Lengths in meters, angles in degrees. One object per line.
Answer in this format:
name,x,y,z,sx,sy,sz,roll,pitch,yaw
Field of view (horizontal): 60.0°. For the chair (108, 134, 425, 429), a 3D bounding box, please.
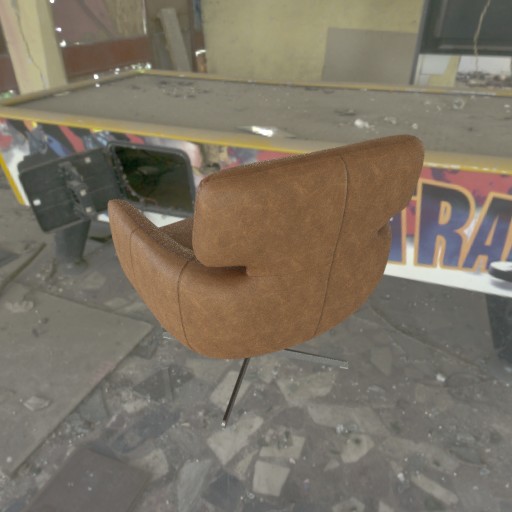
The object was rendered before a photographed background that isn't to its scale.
chair,0.000,0.000,1.338,0.706,0.812,0.715,-17,34,-27
